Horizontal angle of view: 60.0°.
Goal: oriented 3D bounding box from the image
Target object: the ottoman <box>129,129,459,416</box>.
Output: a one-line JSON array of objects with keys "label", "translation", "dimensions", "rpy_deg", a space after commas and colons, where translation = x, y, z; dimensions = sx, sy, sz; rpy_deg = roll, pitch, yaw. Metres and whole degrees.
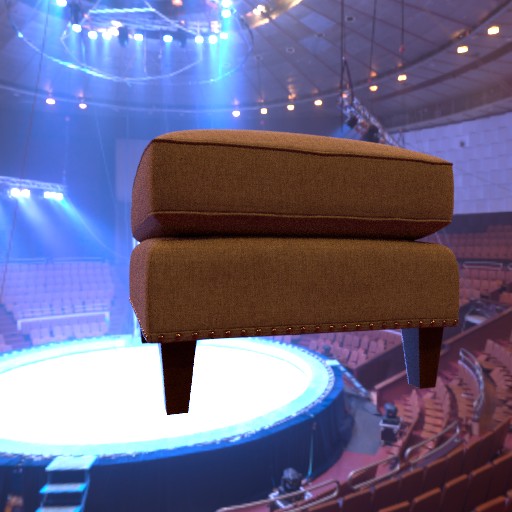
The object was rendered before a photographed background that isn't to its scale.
[{"label": "ottoman", "translation": [0.000, 0.000, 1.099], "dimensions": [0.584, 0.513, 0.741], "rpy_deg": [0, -1, -18]}]
